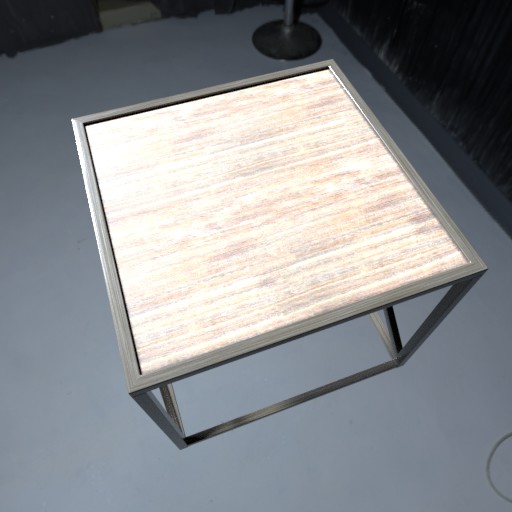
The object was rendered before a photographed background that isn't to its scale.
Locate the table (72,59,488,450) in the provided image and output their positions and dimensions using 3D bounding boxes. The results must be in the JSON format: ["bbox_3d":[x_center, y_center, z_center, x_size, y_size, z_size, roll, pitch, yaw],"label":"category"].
[{"bbox_3d":[0.000,0.000,1.054,0.609,0.507,0.611,-17,60,-10],"label":"table"}]
